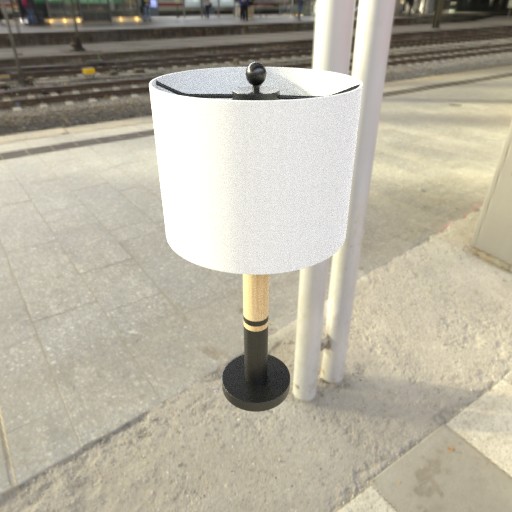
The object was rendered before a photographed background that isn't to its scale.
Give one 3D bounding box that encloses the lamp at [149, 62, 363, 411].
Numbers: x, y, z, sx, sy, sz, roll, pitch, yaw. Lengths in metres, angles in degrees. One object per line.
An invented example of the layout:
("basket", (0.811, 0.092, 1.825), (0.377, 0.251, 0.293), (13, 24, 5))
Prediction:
("lamp", (0.000, 0.000, 0.793), (0.305, 0.640, 0.305), (-21, 36, -31))
